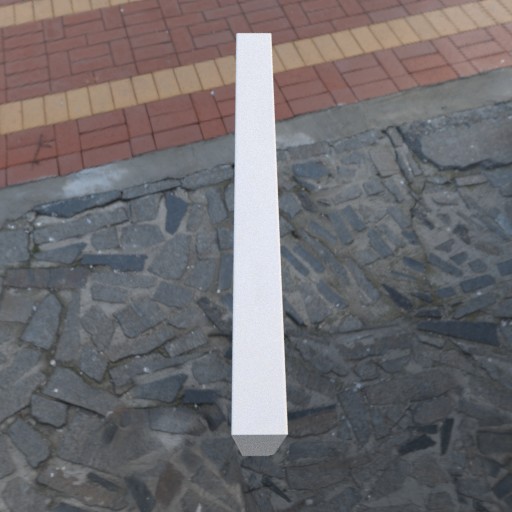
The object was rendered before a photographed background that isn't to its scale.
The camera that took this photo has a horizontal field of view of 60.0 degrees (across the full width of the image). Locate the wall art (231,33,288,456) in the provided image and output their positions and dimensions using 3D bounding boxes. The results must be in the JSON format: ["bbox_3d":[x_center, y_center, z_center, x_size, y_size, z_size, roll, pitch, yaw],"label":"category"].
[{"bbox_3d":[0.000,0.000,0.481,0.039,0.254,0.384,0,63,0],"label":"wall art"}]
